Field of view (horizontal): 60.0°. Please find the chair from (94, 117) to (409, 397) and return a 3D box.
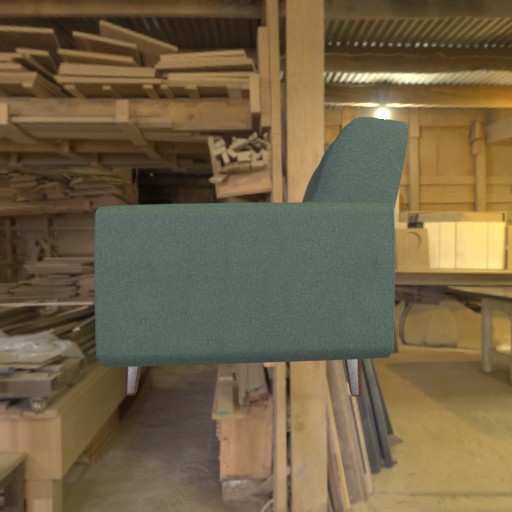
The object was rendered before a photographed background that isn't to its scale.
[{"bbox_3d":[0.000,0.000,1.593,0.909,0.841,0.831,0,1,1],"label":"chair"}]
